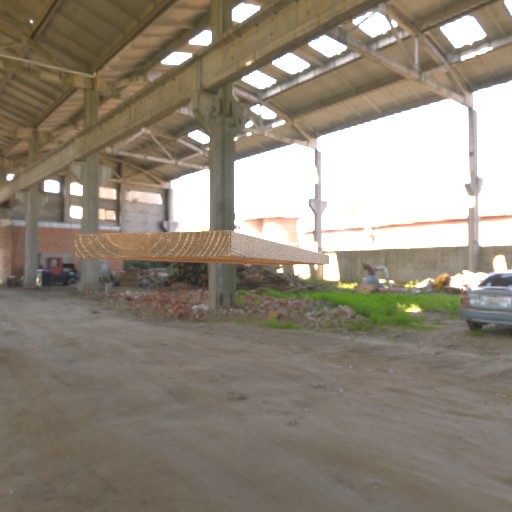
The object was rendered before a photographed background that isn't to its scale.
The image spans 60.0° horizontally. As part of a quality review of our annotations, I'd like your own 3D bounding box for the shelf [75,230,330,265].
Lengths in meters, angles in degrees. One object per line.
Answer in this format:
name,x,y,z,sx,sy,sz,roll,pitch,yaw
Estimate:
shelf,0.000,0.000,0.648,0.140,0.020,0.610,-1,-2,16
